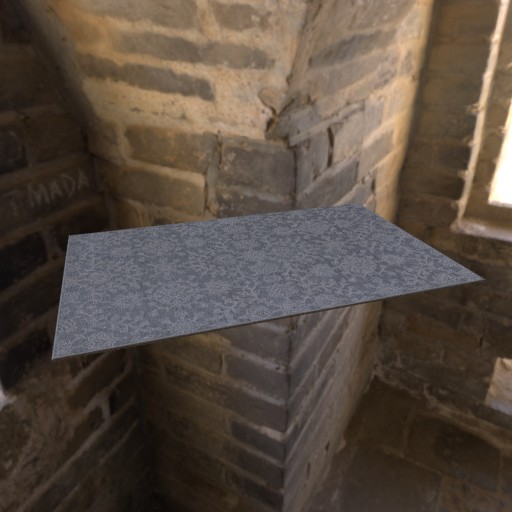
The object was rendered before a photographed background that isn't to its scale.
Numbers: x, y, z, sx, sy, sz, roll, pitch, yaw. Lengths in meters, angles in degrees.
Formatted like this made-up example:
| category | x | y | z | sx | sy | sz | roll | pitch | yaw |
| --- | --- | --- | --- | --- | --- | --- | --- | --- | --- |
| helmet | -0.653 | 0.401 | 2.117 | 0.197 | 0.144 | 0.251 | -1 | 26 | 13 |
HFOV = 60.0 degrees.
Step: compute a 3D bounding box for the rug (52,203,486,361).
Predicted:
| category | x | y | z | sx | sy | sz | roll | pitch | yaw |
| --- | --- | --- | --- | --- | --- | --- | --- | --- | --- |
| rug | 0.000 | 0.000 | 2.985 | 2.430 | 0.010 | 1.515 | -8 | 27 | -16 |
